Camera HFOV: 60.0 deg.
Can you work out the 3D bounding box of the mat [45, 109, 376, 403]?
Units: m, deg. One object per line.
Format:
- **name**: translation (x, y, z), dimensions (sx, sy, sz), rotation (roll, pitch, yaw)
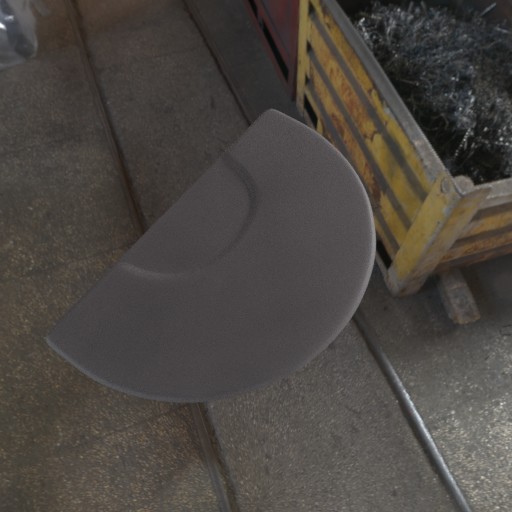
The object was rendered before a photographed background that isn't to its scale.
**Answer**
- **mat**: translation (0.000, 0.000, 1.845), dimensions (0.917, 0.022, 1.525), rotation (32, 65, 17)
